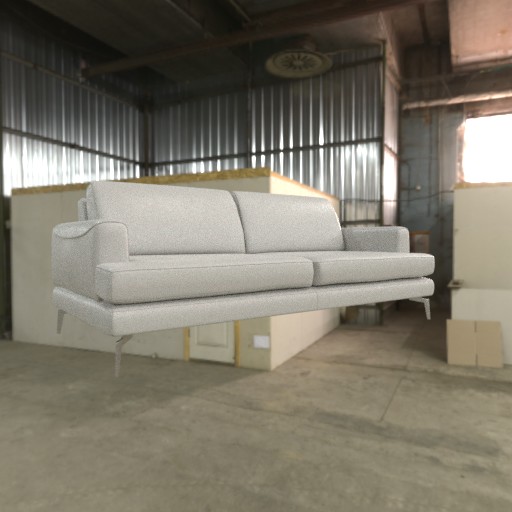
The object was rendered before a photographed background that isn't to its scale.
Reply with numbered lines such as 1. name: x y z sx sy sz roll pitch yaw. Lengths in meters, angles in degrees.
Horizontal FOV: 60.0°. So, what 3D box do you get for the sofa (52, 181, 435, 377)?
1. sofa: 0.000 0.000 2.437 1.940 0.765 0.974 -2 3 -36
